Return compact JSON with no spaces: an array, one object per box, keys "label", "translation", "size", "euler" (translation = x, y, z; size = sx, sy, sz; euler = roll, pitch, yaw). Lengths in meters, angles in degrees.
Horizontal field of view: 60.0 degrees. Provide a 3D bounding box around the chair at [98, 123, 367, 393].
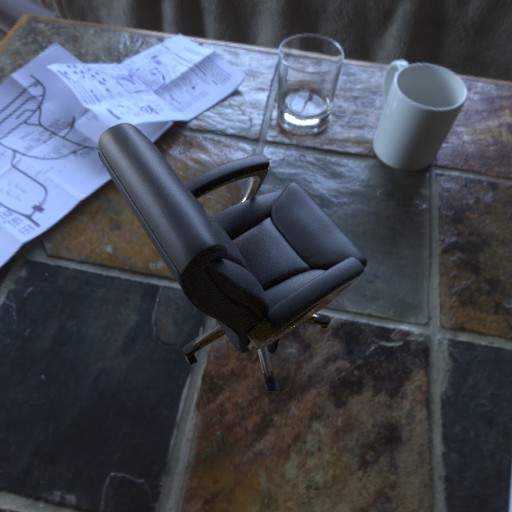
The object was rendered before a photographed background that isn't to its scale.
[{"label":"chair","translation":[0.000,0.000,1.615],"size":[0.748,1.188,0.694],"euler":[-29,63,-16]}]
